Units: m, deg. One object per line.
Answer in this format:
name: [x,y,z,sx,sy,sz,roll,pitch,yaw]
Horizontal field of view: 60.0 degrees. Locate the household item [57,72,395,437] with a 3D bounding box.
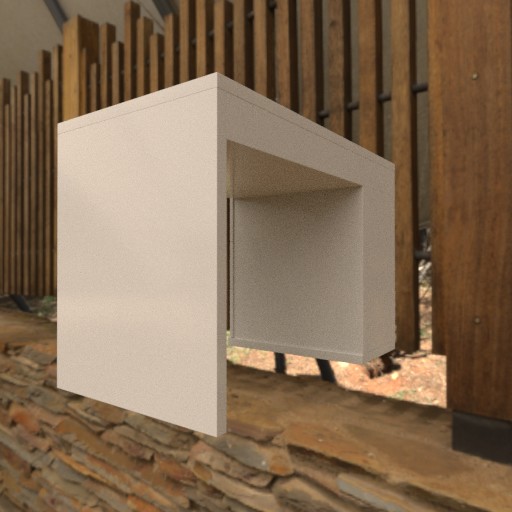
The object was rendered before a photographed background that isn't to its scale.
household item: [0.000,0.000,1.527,0.597,0.749,1.100,0,0,36]
